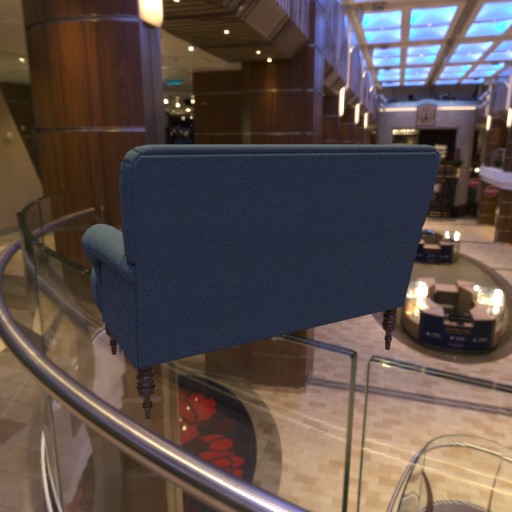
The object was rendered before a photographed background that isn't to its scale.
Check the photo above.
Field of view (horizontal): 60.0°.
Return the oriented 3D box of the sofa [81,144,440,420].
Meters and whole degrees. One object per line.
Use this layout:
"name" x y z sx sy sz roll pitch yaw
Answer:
"sofa" 0.000 0.000 1.823 1.297 0.889 0.779 -8 16 -28
